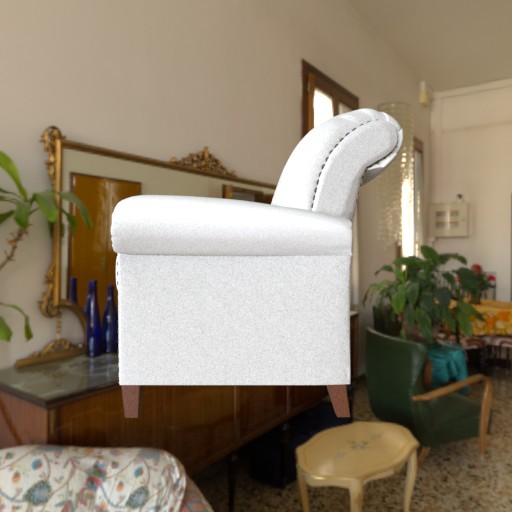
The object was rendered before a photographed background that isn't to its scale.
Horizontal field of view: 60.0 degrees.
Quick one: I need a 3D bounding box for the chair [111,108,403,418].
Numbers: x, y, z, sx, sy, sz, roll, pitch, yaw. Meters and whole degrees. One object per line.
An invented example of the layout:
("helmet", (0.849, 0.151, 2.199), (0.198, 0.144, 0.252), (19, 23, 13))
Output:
("chair", (0.000, 0.000, 1.625), (0.890, 0.927, 0.854), (0, 1, 0))
